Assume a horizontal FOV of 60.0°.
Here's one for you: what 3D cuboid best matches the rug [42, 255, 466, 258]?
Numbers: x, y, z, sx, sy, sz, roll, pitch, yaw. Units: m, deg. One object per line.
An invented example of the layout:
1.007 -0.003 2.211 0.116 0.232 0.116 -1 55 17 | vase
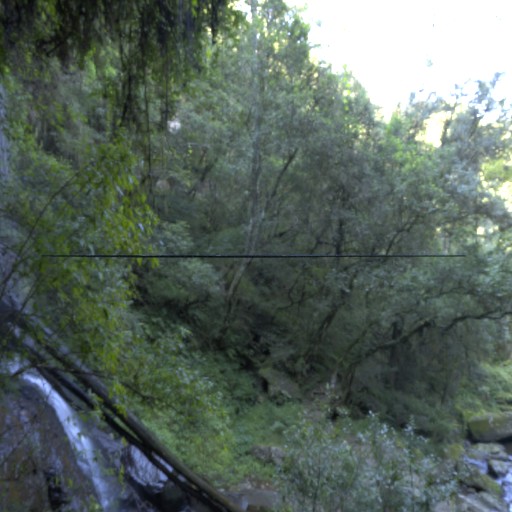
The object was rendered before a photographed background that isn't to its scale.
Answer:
0.000 0.000 4.307 3.342 0.018 2.432 0 0 -37 | rug
